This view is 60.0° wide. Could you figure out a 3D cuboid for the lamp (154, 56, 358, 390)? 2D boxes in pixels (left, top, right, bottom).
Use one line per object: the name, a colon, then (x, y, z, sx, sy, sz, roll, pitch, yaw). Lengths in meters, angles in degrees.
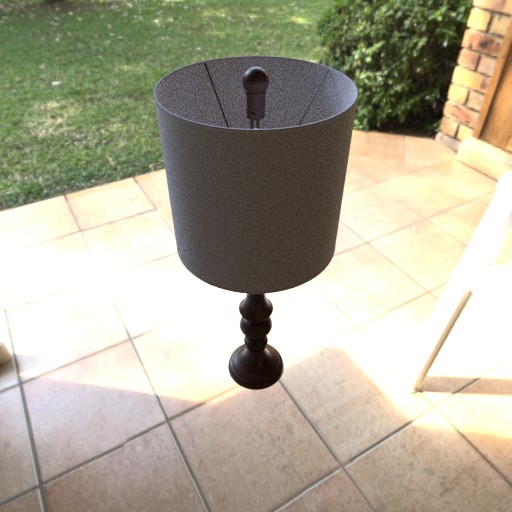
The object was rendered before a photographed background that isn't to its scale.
lamp: (0.000, 0.000, 0.728, 0.250, 0.597, 0.250, -25, 46, -27)
